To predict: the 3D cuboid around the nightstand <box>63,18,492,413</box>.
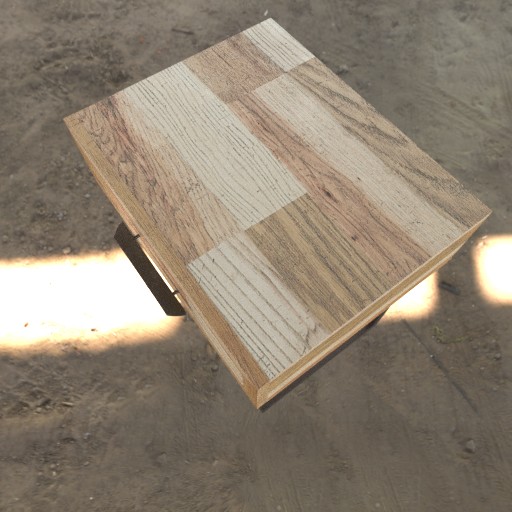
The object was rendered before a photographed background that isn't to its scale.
[{"bbox_3d":[0.000,0.000,0.989,0.481,0.632,0.558,-33,68,-15],"label":"nightstand"}]
